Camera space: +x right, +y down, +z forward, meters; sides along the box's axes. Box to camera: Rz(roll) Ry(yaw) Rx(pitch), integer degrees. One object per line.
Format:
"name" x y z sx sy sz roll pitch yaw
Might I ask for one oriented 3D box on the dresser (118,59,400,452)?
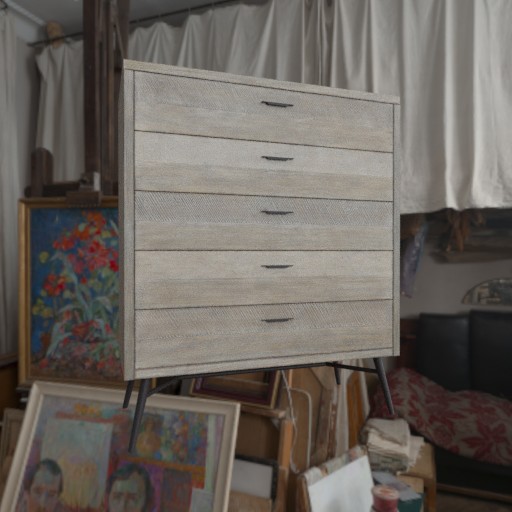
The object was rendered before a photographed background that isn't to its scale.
"dresser" 0.000 0.000 1.741 1.016 1.219 0.457 0 1 -19
